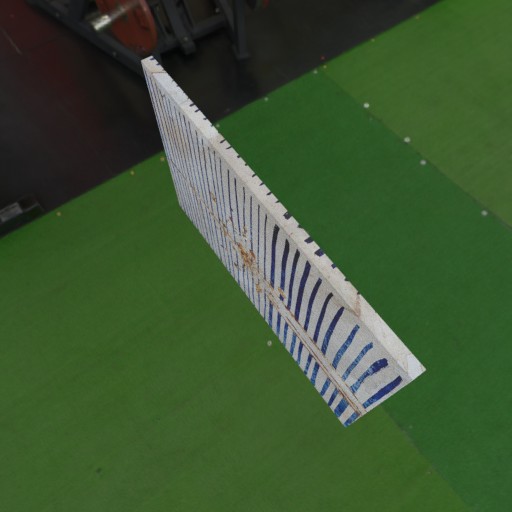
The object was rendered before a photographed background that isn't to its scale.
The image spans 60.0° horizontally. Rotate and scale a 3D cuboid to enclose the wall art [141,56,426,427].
[{"bbox_3d":[0.000,0.000,1.439,0.038,0.757,1.143,-32,67,-16],"label":"wall art"}]
